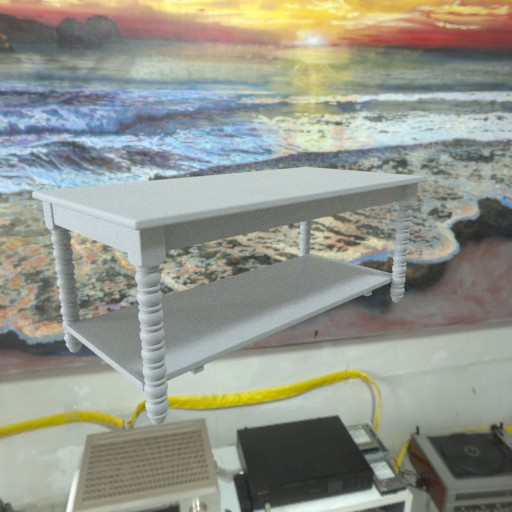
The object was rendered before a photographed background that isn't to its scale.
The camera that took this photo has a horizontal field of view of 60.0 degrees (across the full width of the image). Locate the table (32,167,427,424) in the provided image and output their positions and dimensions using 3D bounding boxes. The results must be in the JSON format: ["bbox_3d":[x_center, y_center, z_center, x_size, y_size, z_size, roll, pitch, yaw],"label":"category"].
[{"bbox_3d":[0.000,0.000,1.477,1.171,0.487,0.580,-15,22,-42],"label":"table"}]
